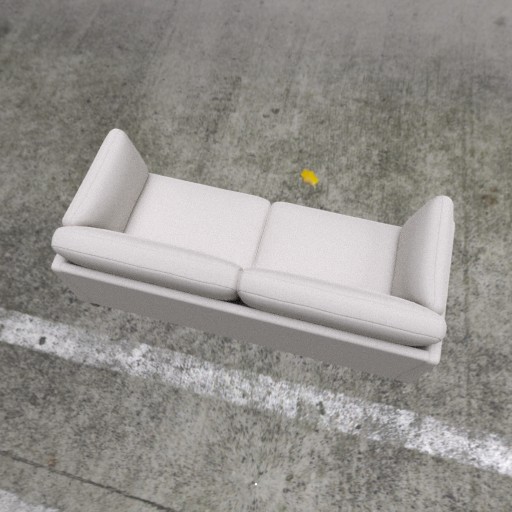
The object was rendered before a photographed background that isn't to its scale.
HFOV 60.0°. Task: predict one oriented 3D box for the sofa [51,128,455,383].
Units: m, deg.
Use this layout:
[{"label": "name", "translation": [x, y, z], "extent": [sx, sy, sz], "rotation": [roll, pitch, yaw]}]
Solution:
[{"label": "sofa", "translation": [0.000, 0.000, 2.826], "extent": [2.301, 0.863, 0.957], "rotation": [13, 64, 7]}]
